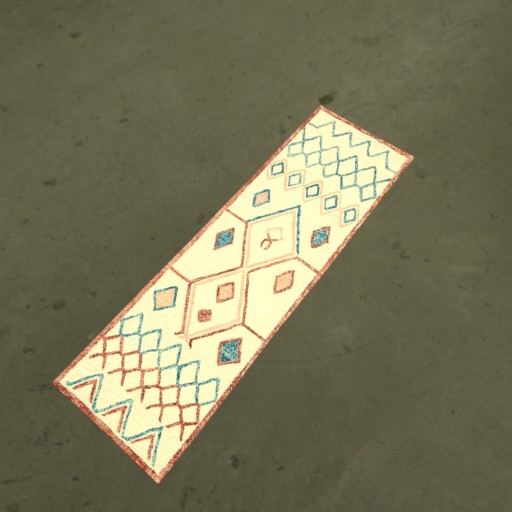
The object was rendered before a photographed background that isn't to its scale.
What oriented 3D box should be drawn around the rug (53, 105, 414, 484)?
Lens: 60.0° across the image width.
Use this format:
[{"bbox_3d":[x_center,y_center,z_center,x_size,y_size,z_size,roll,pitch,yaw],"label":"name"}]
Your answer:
[{"bbox_3d":[0.000,0.000,2.597,0.750,0.011,2.435,35,68,16],"label":"rug"}]
